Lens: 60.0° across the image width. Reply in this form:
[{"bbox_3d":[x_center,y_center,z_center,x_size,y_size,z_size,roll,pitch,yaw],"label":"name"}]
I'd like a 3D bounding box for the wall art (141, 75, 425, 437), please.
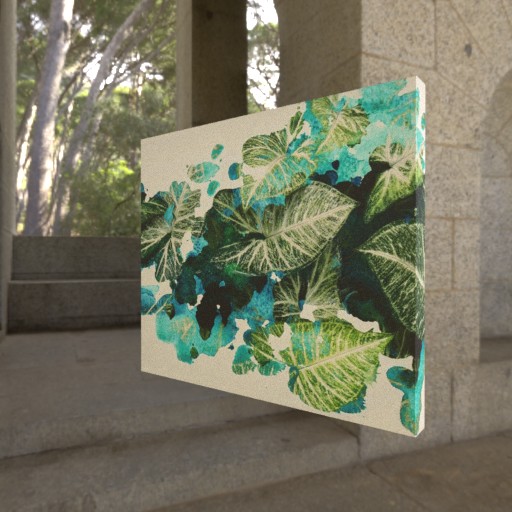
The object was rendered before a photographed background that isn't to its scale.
[{"bbox_3d":[0.000,0.000,0.698,0.507,0.435,0.041,0,1,36],"label":"wall art"}]
